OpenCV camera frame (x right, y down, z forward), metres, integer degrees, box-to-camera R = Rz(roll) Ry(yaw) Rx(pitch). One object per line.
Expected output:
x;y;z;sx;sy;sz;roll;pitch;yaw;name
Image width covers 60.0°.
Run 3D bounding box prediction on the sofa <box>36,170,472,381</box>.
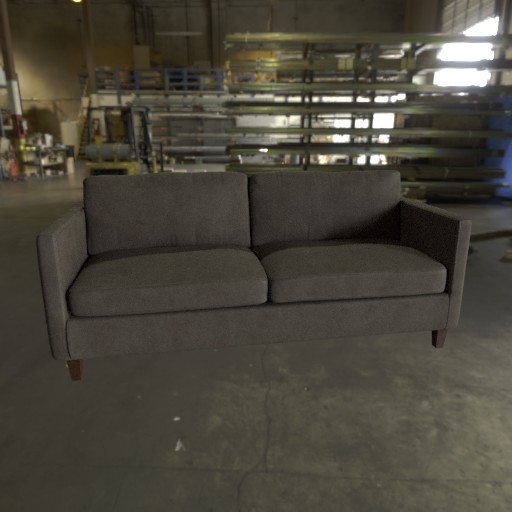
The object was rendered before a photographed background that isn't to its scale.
0.000;0.000;2.666;2.208;0.965;0.951;-3;17;-9;sofa
